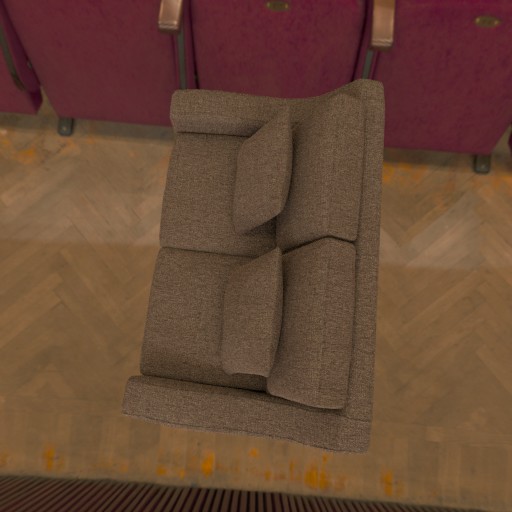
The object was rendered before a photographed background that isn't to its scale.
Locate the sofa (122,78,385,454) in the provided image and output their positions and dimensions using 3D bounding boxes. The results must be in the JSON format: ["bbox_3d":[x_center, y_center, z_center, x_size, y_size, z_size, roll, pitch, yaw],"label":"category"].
[{"bbox_3d":[0.000,0.000,2.350,1.120,0.991,1.778,6,77,1],"label":"sofa"}]
